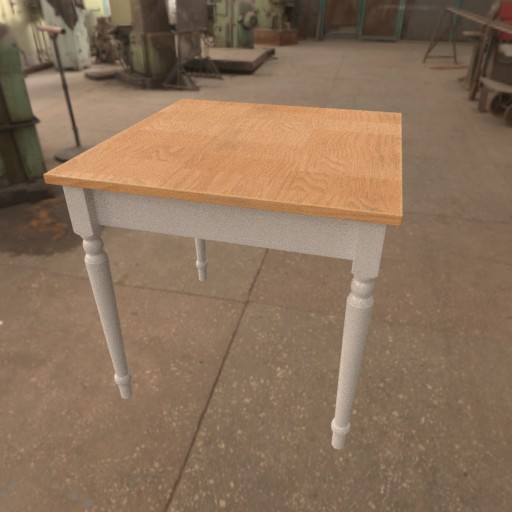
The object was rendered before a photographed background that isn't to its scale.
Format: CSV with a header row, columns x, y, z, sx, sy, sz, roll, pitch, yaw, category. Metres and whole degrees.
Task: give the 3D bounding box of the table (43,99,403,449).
x,y,z,sx,sy,sz,roll,pitch,yaw,category
0.000,0.000,1.371,0.747,0.738,0.747,8,33,13,table
